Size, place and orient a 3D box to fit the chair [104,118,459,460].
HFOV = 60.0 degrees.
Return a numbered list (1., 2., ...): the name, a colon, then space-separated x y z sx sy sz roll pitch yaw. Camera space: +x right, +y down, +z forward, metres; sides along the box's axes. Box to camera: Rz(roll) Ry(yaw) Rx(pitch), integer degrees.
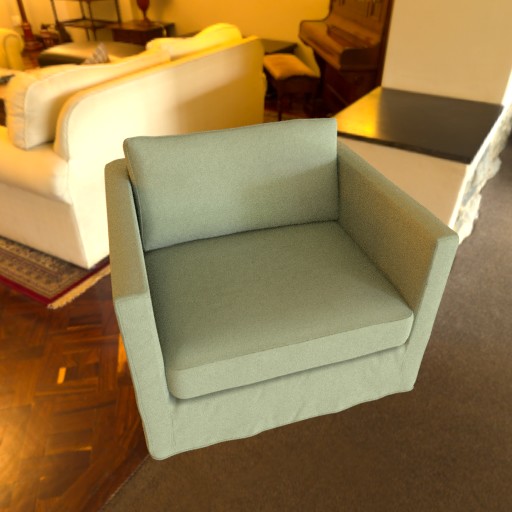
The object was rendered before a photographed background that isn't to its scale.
1. chair: 0.000 0.000 1.723 1.057 0.863 0.949 -10 37 -14
